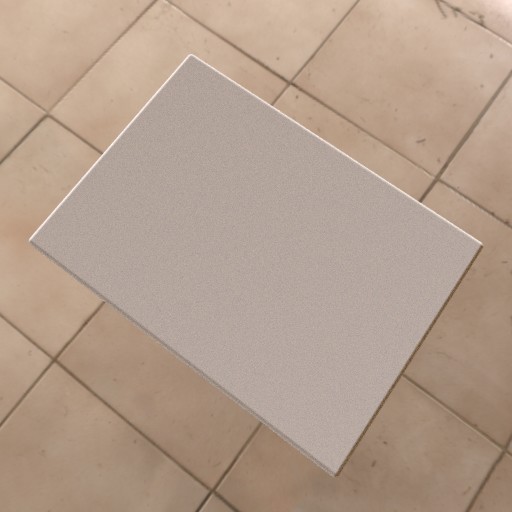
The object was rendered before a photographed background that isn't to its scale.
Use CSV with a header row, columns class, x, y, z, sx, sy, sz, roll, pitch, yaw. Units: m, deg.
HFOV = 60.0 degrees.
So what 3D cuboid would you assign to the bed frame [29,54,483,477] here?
class,x,y,z,sx,sy,sz,roll,pitch,yaw
bed frame,0.000,0.000,2.631,1.956,0.659,1.408,35,80,7
